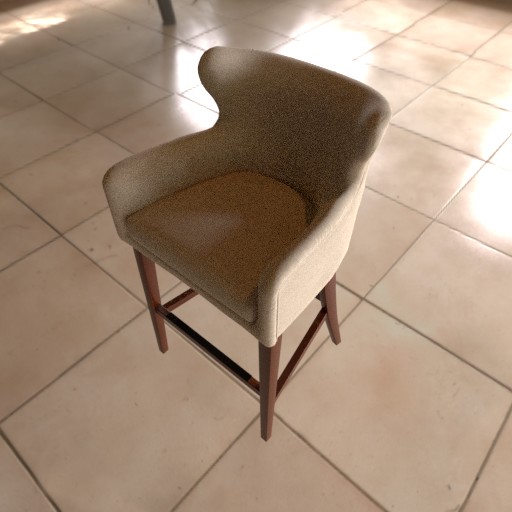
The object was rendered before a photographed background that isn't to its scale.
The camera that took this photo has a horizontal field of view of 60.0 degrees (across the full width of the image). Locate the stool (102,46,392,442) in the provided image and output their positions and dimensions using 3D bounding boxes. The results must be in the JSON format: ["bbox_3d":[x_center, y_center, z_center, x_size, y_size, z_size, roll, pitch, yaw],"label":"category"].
[{"bbox_3d":[0.000,0.000,1.348,0.556,1.034,0.563,32,55,26],"label":"stool"}]
